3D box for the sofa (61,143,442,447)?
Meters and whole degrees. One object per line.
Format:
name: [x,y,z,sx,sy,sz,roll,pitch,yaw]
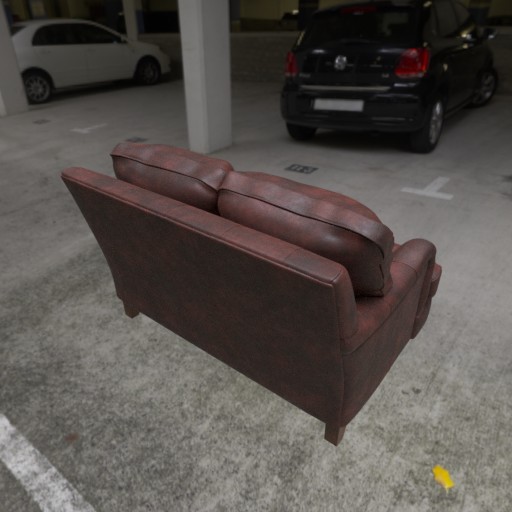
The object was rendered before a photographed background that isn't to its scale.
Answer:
sofa: [0.000,0.000,2.323,1.628,1.070,1.148,22,38,32]
